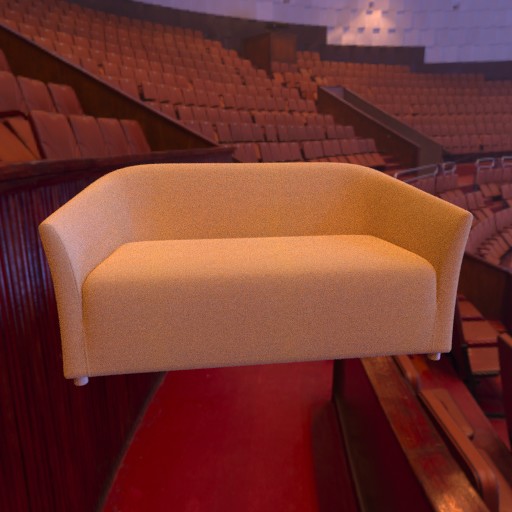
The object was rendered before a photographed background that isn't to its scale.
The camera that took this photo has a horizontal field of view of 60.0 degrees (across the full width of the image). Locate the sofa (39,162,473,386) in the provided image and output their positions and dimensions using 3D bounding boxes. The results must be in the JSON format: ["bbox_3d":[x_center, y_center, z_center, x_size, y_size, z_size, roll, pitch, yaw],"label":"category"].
[{"bbox_3d":[0.000,0.000,1.840,1.452,0.721,0.705,-2,15,-8],"label":"sofa"}]
